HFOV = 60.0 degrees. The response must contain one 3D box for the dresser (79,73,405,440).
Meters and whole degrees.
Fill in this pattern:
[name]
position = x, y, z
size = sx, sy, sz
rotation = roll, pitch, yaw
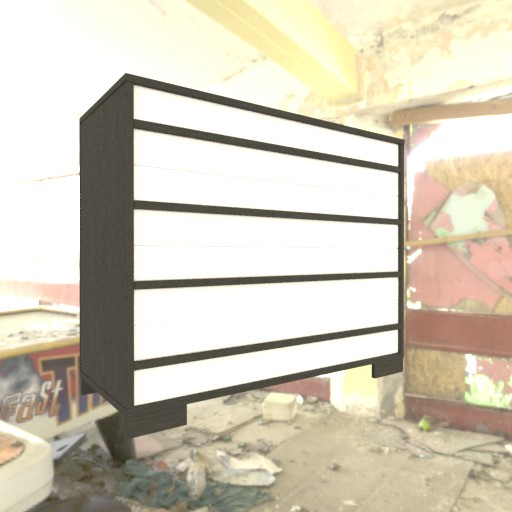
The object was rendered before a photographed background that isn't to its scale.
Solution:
[dresser]
position = 0.000, 0.000, 1.434
size = 0.994, 0.816, 0.404
rotation = 0, 0, -35
